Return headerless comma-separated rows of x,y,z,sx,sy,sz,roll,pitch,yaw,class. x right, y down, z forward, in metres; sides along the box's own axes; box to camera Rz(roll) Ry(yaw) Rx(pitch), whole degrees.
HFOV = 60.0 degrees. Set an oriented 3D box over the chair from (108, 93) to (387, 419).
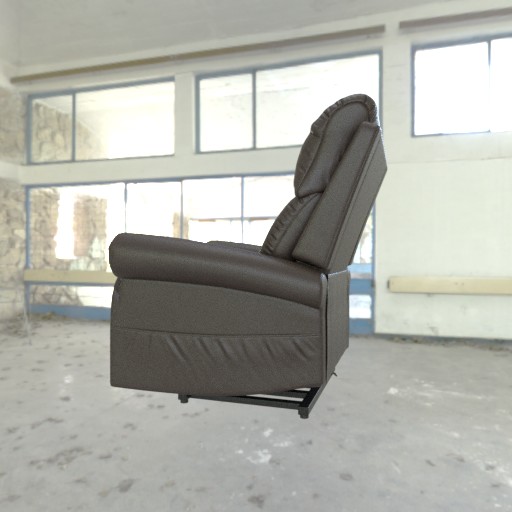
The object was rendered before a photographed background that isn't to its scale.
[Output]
0.000,0.000,1.752,0.978,1.028,0.869,0,0,18,chair
